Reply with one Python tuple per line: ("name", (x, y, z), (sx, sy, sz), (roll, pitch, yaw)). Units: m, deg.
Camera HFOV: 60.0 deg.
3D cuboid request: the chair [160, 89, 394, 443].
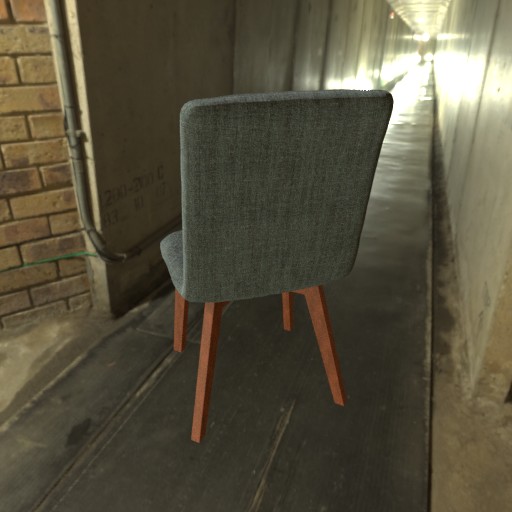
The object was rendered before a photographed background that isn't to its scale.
("chair", (0.000, 0.000, 1.320), (0.522, 0.974, 0.563), (-8, 28, -16))
